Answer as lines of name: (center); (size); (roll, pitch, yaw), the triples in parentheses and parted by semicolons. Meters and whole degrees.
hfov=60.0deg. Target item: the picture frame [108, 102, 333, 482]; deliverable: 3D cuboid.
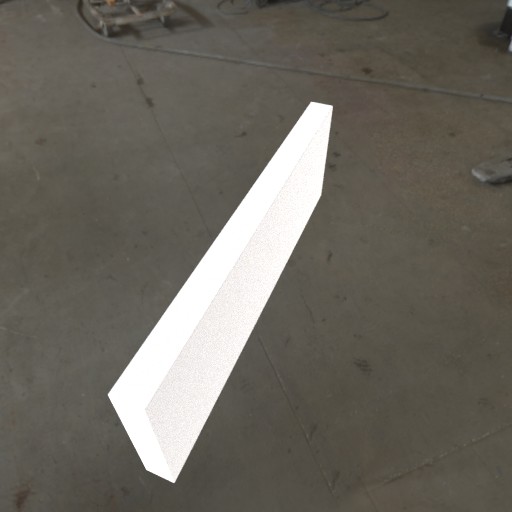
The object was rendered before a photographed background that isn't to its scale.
picture frame: (0.000, 0.000, 0.834); (0.050, 0.250, 0.759); (17, 48, 16)
